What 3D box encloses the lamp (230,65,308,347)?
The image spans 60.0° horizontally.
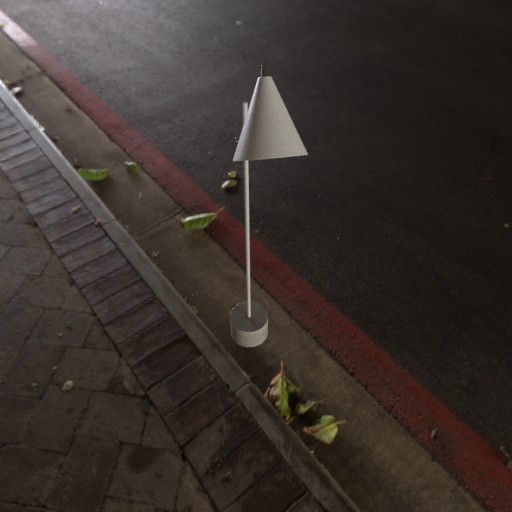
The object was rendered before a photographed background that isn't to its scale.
[{"bbox_3d":[0.000,0.000,1.602,0.223,1.430,0.508,-4,46,-4],"label":"lamp"}]
